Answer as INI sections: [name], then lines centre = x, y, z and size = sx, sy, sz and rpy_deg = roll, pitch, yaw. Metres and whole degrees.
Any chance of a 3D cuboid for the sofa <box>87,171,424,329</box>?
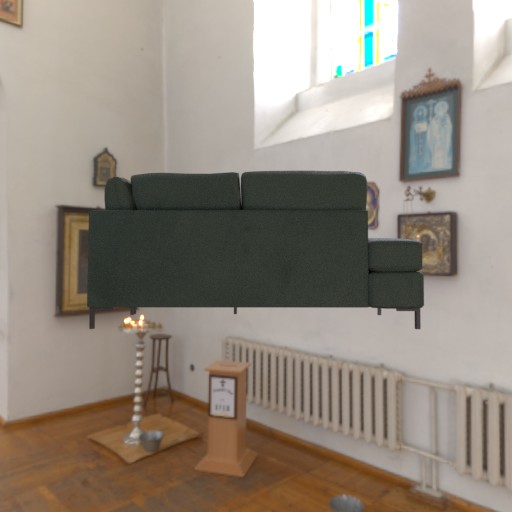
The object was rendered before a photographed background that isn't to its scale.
[sofa]
centre = 0.000, 0.000, 4.351
size = 2.048, 0.996, 3.384
rpy_deg = 0, -2, 0
